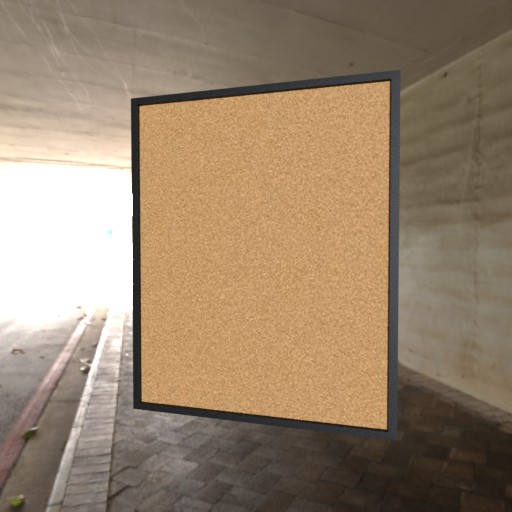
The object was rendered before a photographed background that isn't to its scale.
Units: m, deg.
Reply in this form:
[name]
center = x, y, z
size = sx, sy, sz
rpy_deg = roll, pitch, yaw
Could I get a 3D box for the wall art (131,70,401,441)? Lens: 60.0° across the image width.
[wall art]
center = 0.000, 0.000, 0.746
size = 0.457, 0.559, 0.029
rpy_deg = 0, 2, 17
